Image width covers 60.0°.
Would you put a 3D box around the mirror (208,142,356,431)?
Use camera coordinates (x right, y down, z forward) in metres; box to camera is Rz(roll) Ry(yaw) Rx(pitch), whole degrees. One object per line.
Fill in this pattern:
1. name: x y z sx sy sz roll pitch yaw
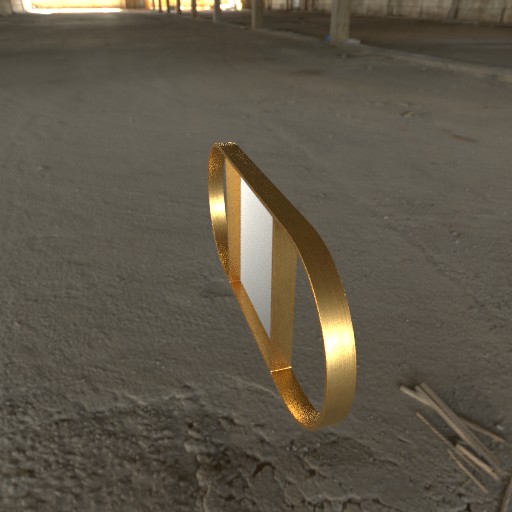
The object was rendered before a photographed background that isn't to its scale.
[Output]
1. mirror: 0.000 0.000 0.683 0.032 0.254 0.584 -9 31 -14
